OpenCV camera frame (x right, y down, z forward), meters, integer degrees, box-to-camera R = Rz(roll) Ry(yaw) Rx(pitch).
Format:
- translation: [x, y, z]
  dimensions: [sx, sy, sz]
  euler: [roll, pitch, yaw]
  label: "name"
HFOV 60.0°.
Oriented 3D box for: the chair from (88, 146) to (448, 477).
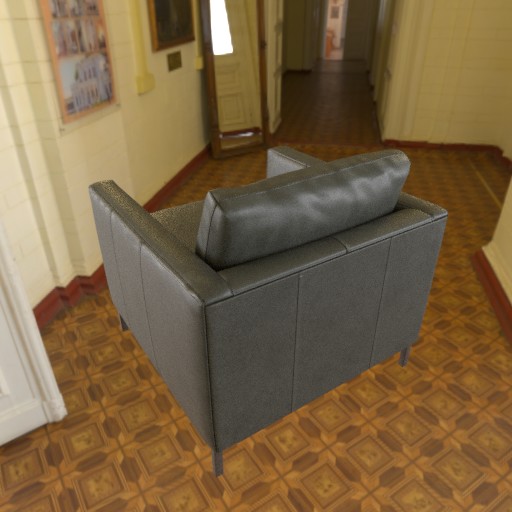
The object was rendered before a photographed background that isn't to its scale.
- translation: [0.000, 0.000, 1.517]
  dimensions: [0.967, 0.824, 0.861]
  euler: [-18, 35, -29]
  label: "chair"
